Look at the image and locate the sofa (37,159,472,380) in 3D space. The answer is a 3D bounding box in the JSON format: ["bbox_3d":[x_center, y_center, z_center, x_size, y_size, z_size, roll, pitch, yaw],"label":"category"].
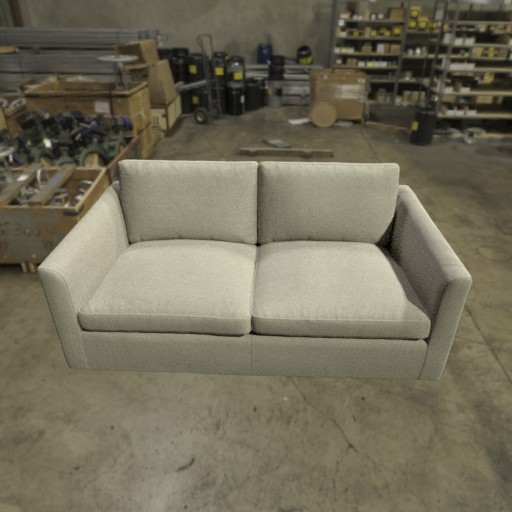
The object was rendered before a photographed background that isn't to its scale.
[{"bbox_3d":[0.000,0.000,2.482,1.905,0.839,1.091,1,30,2],"label":"sofa"}]
